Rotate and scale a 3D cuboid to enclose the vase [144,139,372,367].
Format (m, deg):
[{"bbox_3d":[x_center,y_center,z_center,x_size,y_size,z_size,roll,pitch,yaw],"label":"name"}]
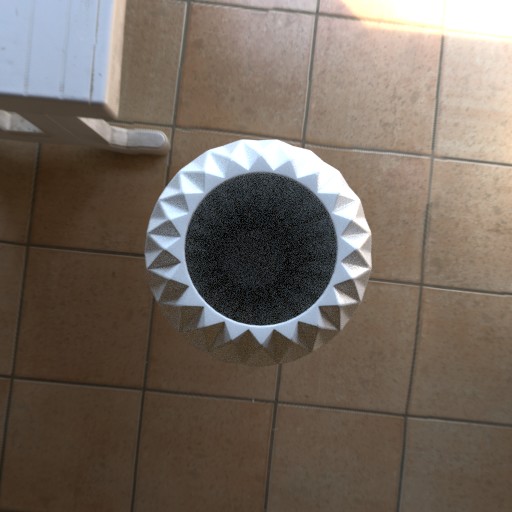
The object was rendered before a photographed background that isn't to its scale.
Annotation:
[{"bbox_3d":[0.000,0.000,0.333,0.133,0.263,0.133,0,89,-1],"label":"vase"}]
